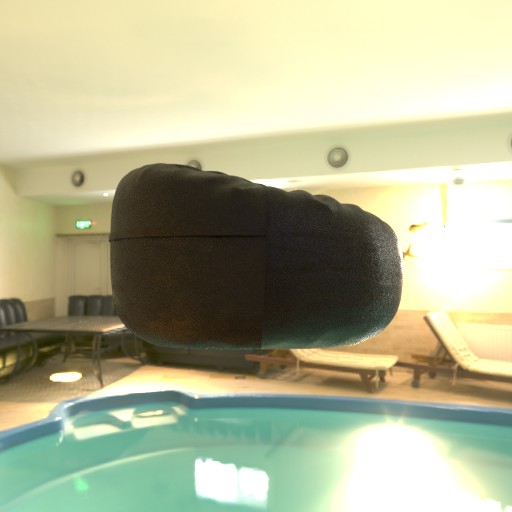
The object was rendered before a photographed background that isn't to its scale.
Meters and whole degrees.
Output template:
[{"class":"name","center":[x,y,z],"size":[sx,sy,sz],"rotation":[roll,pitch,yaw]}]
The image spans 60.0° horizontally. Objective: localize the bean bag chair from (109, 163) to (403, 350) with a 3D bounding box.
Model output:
[{"class":"bean bag chair","center":[0.000,0.000,2.439],"size":[1.524,0.878,1.524],"rotation":[0,-1,1]}]
